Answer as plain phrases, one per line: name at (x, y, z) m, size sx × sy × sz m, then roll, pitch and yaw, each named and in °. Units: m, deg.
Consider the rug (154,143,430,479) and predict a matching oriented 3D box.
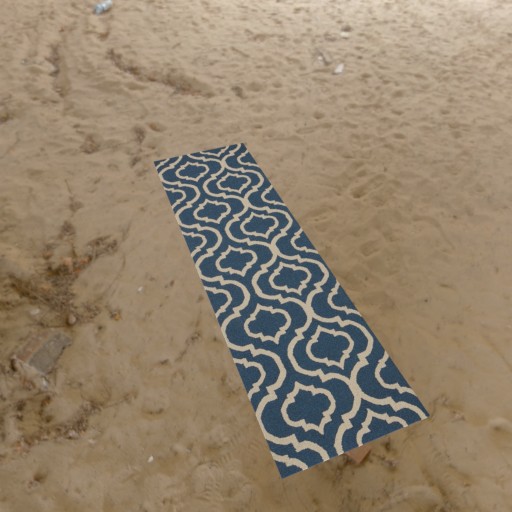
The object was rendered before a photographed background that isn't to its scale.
rug at (0.000, 0.000, 2.535) m, size 0.685 × 0.006 × 2.296 m, roll -16°, pitch 48°, yaw -15°
